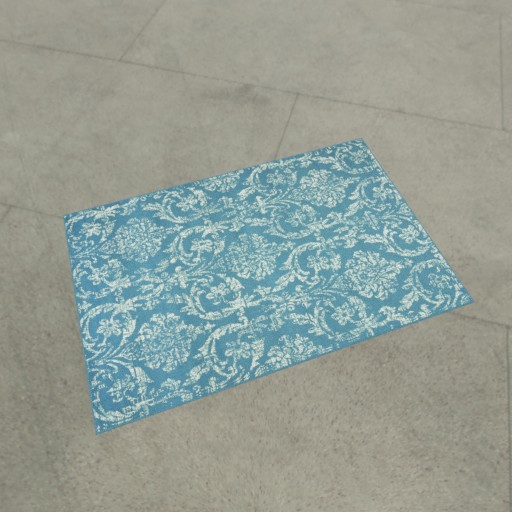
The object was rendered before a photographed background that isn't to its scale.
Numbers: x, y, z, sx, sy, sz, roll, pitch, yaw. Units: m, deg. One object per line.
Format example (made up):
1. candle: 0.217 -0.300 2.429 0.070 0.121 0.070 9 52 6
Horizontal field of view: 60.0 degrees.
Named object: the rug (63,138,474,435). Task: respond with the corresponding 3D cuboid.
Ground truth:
1. rug: 0.000 0.000 3.450 2.746 0.018 1.816 -17 59 -10
